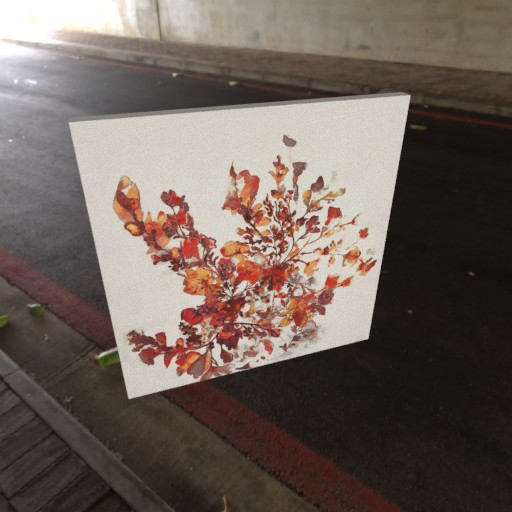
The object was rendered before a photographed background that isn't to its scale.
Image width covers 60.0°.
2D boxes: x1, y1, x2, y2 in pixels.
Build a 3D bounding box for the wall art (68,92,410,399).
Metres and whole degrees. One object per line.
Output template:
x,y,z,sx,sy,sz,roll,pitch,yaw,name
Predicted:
0.000,0.000,1.529,1.009,1.009,0.049,-10,33,-16,wall art
